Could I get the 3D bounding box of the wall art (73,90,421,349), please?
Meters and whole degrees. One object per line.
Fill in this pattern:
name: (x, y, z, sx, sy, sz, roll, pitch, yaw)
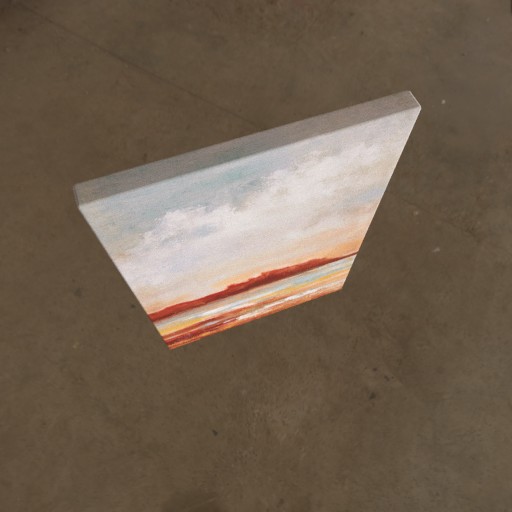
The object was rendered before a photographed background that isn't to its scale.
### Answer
wall art: (0.000, 0.000, 0.810, 0.443, 0.605, 0.035, -18, 64, -9)
